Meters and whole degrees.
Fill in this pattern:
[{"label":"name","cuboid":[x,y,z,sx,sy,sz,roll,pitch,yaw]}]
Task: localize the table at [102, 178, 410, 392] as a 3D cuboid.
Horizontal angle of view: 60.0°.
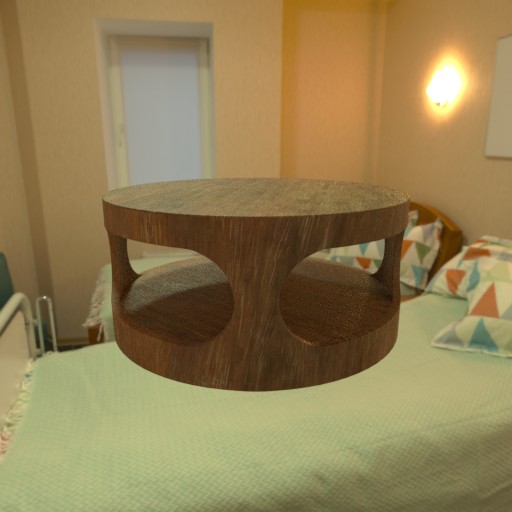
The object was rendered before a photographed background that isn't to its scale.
[{"label":"table","cuboid":[0.000,0.000,1.536,0.974,0.450,0.974,0,15,0]}]
